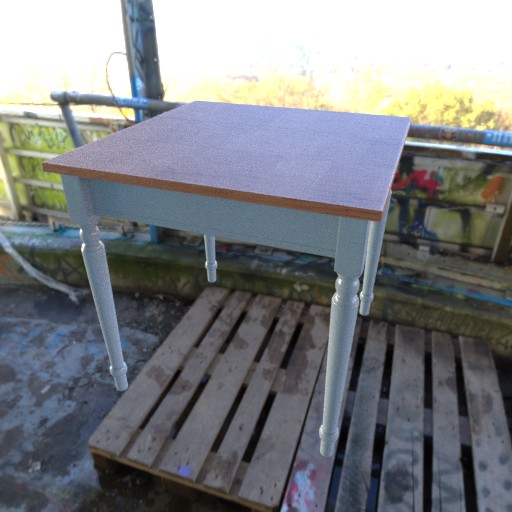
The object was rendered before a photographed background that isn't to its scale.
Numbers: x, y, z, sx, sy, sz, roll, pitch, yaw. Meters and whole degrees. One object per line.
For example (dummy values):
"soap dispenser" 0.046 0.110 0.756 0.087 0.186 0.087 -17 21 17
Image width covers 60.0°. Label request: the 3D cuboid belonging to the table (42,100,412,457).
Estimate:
"table" 0.000 0.000 1.365 0.747 0.738 0.747 11 32 18
